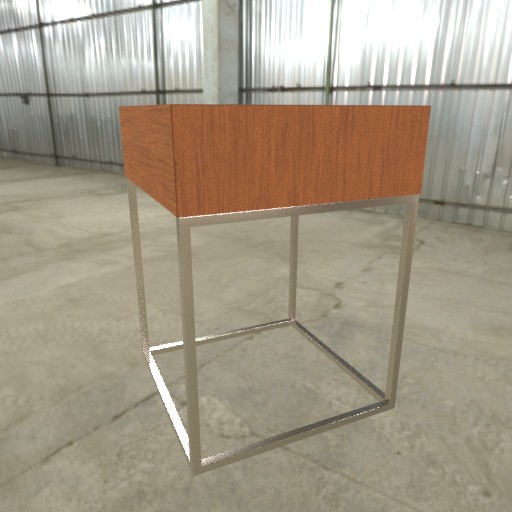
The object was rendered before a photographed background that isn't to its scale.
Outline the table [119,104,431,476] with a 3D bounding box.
[{"bbox_3d":[0.000,0.000,0.843,0.398,0.540,0.397,-8,20,-23],"label":"table"}]
